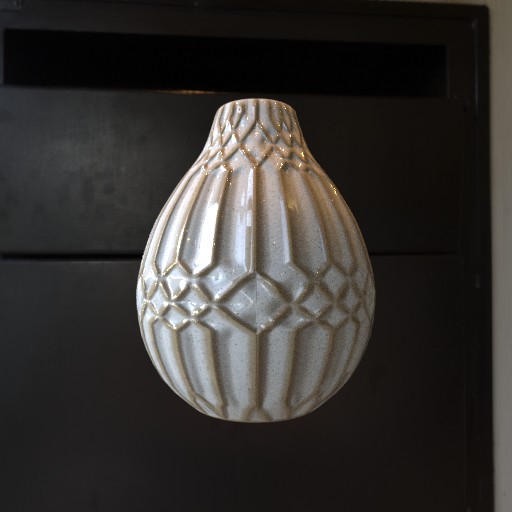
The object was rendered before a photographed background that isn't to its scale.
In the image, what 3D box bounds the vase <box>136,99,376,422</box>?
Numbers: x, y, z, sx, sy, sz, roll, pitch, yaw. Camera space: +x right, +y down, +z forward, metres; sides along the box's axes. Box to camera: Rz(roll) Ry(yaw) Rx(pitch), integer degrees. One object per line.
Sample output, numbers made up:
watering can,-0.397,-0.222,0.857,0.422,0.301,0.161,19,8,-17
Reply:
vase,0.000,0.000,0.306,0.159,0.200,0.159,0,-1,0
